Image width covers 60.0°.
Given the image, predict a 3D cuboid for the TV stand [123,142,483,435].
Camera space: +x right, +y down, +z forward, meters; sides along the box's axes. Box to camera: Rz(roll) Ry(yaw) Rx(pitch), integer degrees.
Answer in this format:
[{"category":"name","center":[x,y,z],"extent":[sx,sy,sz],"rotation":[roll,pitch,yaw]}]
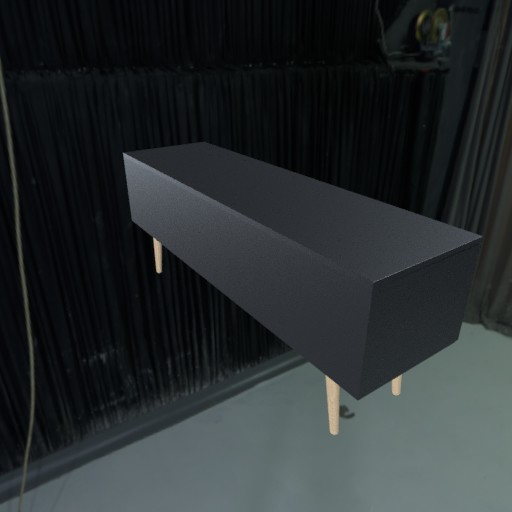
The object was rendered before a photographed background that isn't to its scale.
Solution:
[{"category":"TV stand","center":[0.000,0.000,1.522],"extent":[0.390,0.518,1.312],"rotation":[-17,31,-31]}]
